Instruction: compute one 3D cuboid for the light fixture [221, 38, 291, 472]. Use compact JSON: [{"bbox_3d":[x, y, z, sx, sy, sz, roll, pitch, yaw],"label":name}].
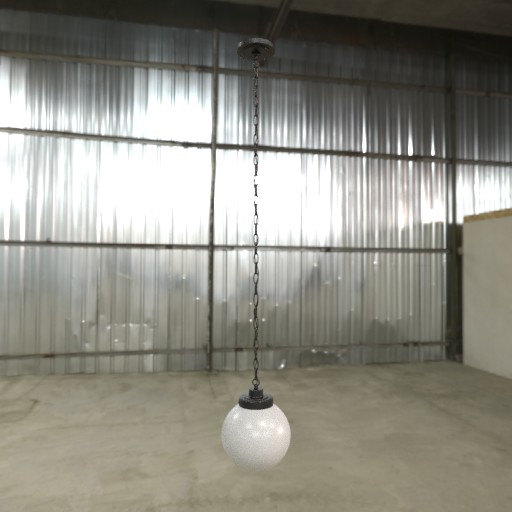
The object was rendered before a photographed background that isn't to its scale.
[{"bbox_3d":[0.000,0.000,1.967,0.305,1.867,0.304,0,-1,18],"label":"light fixture"}]
